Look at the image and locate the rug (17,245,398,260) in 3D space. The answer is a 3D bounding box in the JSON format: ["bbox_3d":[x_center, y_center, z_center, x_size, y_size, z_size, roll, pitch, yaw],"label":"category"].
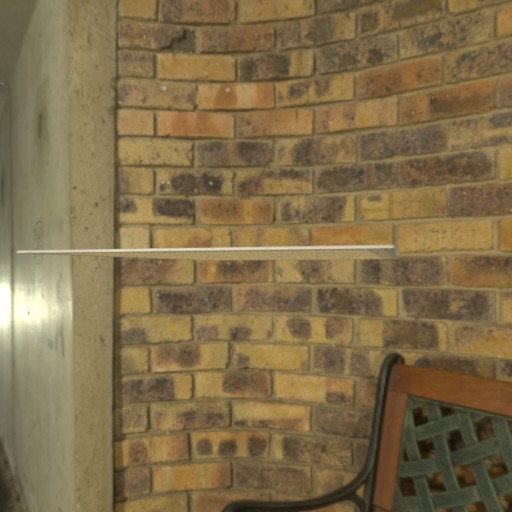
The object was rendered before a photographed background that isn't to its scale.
[{"bbox_3d":[0.000,0.000,3.999,2.430,0.018,2.976,0,-2,18],"label":"rug"}]
